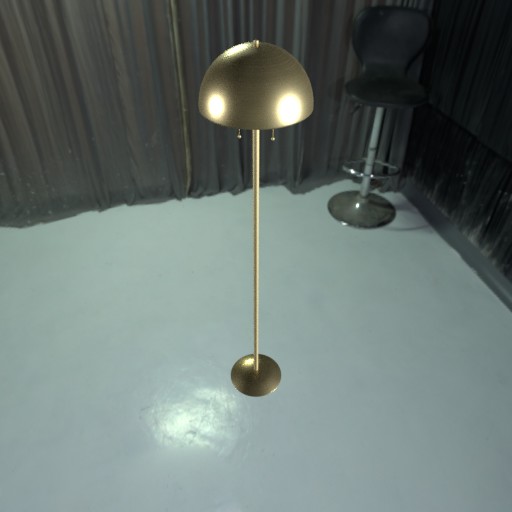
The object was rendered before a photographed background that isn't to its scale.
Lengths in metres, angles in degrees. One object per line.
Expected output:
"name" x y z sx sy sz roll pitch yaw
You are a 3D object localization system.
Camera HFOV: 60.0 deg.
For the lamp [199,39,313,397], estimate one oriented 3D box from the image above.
"lamp" 0.000 0.000 1.639 0.328 1.480 0.328 -12 42 -14
